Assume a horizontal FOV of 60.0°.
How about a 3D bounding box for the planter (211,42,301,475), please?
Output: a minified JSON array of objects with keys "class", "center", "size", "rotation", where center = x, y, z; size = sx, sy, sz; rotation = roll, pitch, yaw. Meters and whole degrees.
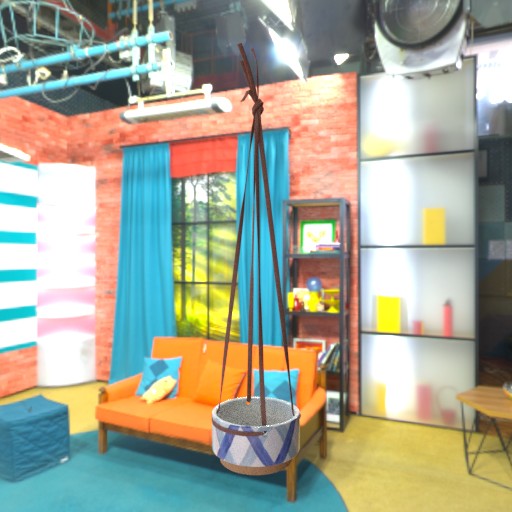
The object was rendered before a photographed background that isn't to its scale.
[{"class":"planter","center":[0.000,0.000,0.826],"size":[0.166,0.751,0.166],"rotation":[0,0,-17]}]
